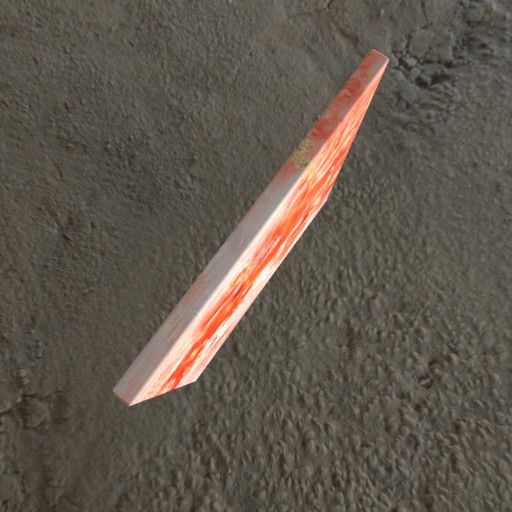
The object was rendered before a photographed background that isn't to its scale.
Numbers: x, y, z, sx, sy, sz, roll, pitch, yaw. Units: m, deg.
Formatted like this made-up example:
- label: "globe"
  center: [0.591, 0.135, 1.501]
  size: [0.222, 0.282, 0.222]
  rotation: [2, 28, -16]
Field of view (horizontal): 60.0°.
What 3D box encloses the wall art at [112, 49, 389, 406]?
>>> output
- label: "wall art"
  center: [0.000, 0.000, 1.107]
  size: [0.064, 0.746, 0.747]
  rotation: [35, 79, 8]
